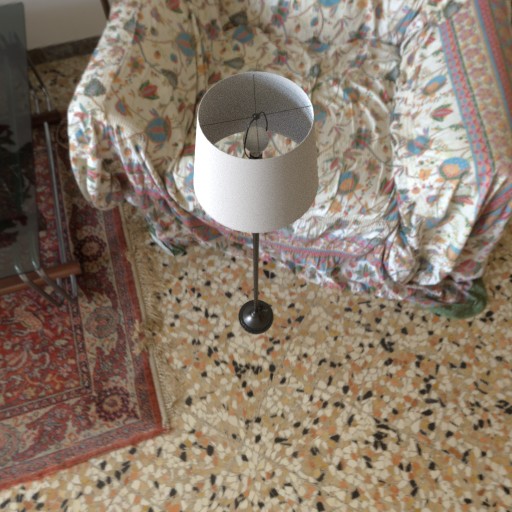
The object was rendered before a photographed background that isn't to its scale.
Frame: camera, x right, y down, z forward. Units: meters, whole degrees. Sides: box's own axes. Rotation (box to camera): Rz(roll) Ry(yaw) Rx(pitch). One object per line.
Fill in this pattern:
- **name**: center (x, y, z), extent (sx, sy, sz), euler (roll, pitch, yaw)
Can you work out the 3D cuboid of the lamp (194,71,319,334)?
- **lamp**: center (0.000, 0.000, 1.830), extent (0.379, 1.623, 0.379), euler (0, 64, 0)
